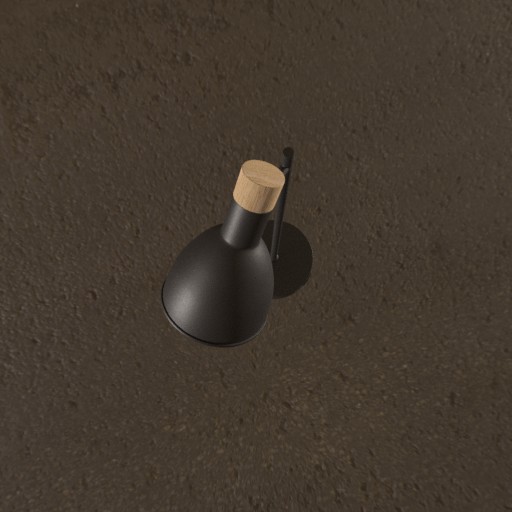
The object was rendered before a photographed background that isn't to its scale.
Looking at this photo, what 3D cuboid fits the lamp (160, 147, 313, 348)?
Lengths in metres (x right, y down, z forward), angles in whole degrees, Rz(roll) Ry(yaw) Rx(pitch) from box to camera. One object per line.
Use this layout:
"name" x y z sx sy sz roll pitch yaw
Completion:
"lamp" 0.000 0.000 0.619 0.152 0.483 0.287 30 77 8
